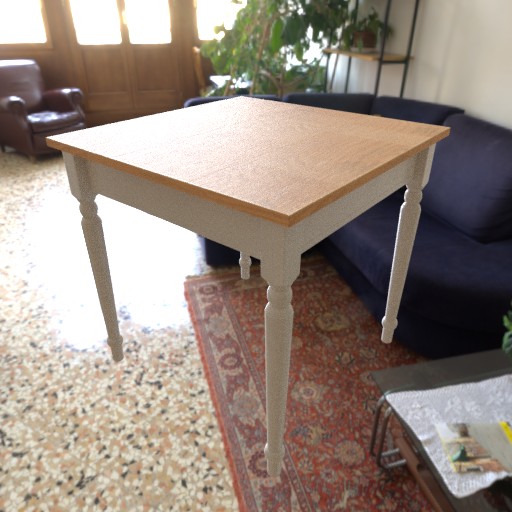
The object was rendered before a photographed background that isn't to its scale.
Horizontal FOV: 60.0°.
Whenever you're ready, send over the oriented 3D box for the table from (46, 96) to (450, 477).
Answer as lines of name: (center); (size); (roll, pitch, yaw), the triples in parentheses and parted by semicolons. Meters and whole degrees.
table: (0.000, 0.000, 1.332); (0.747, 0.738, 0.747); (22, 36, 33)
